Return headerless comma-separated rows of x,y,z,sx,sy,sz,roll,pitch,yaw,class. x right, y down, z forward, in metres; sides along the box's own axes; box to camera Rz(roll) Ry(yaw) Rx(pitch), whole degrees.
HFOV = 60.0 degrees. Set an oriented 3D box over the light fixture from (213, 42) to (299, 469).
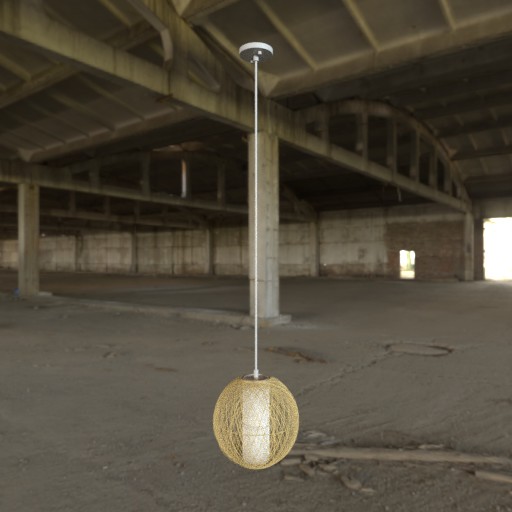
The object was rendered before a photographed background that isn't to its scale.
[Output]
0.000,0.000,2.106,0.407,1.955,0.406,0,0,37,light fixture
